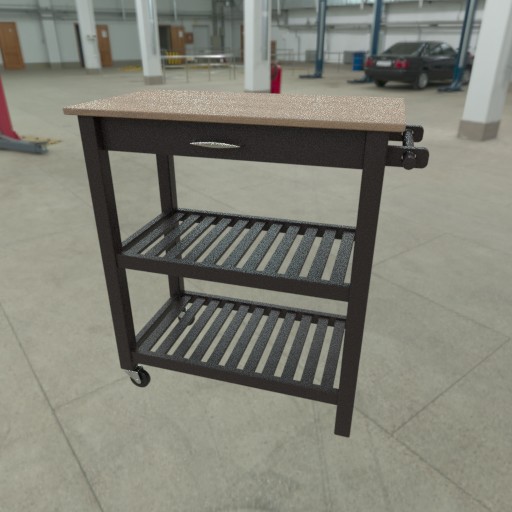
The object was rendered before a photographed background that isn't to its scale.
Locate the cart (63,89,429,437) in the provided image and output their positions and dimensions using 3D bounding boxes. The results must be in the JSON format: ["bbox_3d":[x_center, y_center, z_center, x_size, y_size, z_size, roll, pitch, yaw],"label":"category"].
[{"bbox_3d":[0.000,0.000,1.409,0.899,0.927,0.457,7,27,15],"label":"cart"}]
